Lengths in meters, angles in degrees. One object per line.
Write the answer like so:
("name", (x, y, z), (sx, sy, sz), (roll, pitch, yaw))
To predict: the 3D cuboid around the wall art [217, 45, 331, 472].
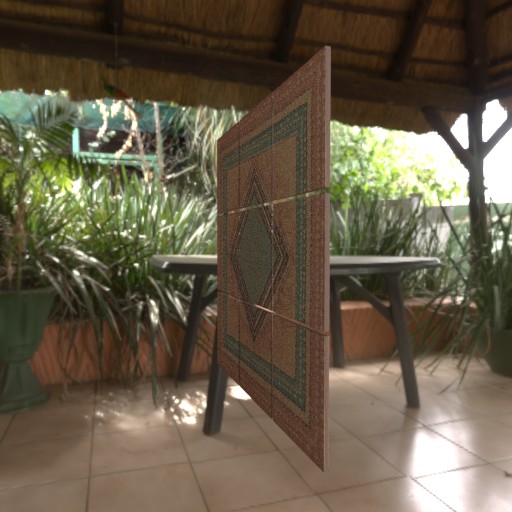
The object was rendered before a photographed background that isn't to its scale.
("wall art", (0.000, 0.000, 1.381), (0.013, 0.914, 0.915), (-1, 2, -19))
